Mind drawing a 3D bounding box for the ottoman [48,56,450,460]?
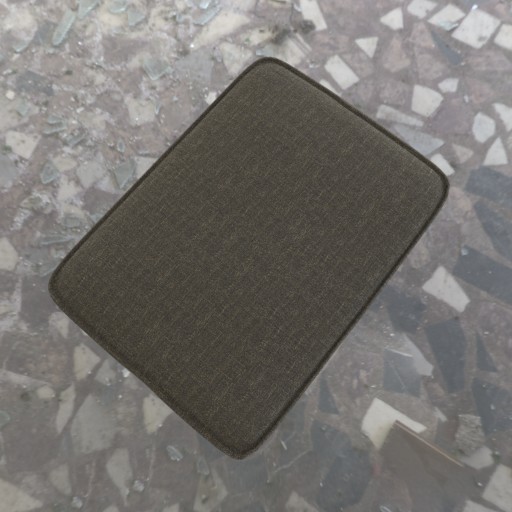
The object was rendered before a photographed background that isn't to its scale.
[{"bbox_3d":[0.000,0.000,1.096,0.549,0.450,0.749,38,78,9],"label":"ottoman"}]
